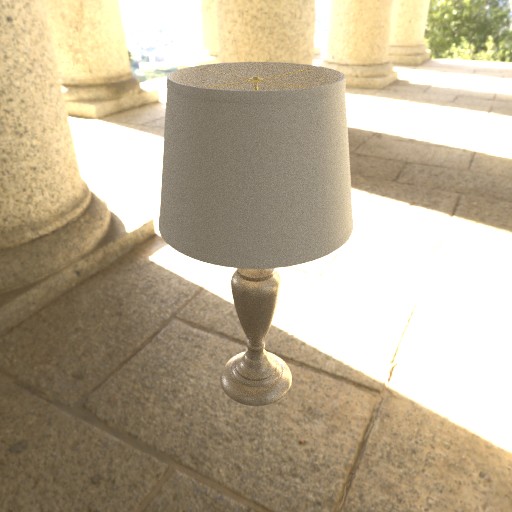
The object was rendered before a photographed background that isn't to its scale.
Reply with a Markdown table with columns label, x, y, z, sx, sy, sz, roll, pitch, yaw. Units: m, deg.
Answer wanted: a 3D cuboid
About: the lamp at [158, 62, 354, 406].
| label | x | y | z | sx | sy | sz | roll | pitch | yaw |
| --- | --- | --- | --- | --- | --- | --- | --- | --- | --- |
| lamp | 0.000 | 0.000 | 0.797 | 0.328 | 0.612 | 0.328 | 0 | 31 | 0 |
